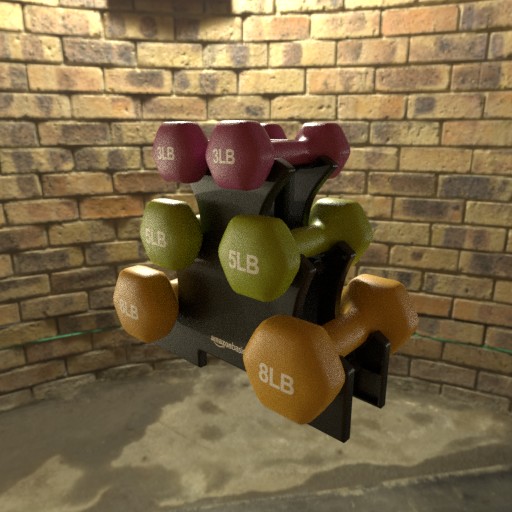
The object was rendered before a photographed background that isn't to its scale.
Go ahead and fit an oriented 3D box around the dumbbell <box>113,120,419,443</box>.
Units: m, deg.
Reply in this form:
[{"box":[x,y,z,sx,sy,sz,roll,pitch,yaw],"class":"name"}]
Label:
[{"box":[0.000,0.000,0.469,0.300,0.271,0.190,14,21,40],"class":"dumbbell"}]
